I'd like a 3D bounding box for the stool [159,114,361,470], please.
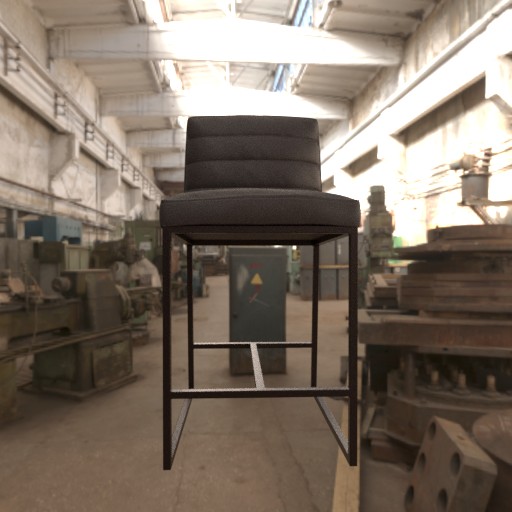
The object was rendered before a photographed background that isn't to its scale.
[{"bbox_3d":[0.000,0.000,1.257,0.463,0.946,0.562,0,1,-2],"label":"stool"}]
